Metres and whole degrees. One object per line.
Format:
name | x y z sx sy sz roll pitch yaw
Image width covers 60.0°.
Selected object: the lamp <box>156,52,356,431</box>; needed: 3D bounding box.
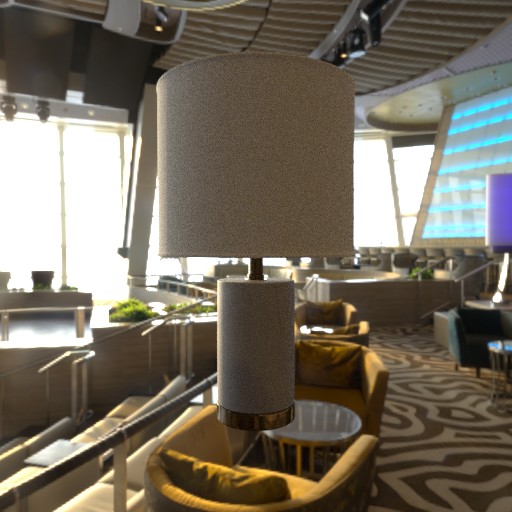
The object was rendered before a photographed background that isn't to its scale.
lamp | 0.000 0.000 0.525 0.229 0.380 0.229 0 1 0
